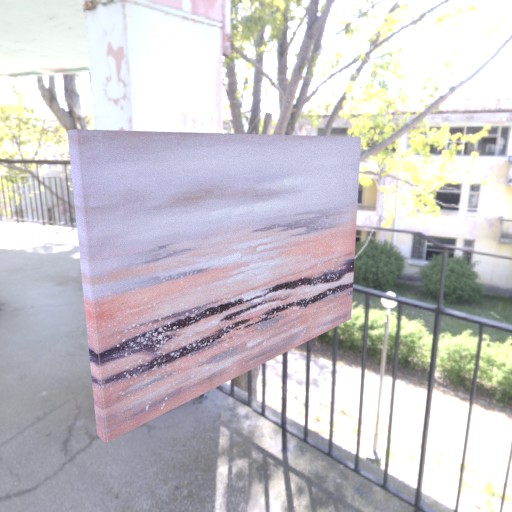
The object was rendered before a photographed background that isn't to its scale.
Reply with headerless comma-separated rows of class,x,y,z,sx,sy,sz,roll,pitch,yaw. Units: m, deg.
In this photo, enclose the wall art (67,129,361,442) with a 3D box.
wall art,0.000,0.000,1.151,0.038,0.609,0.913,13,19,42
